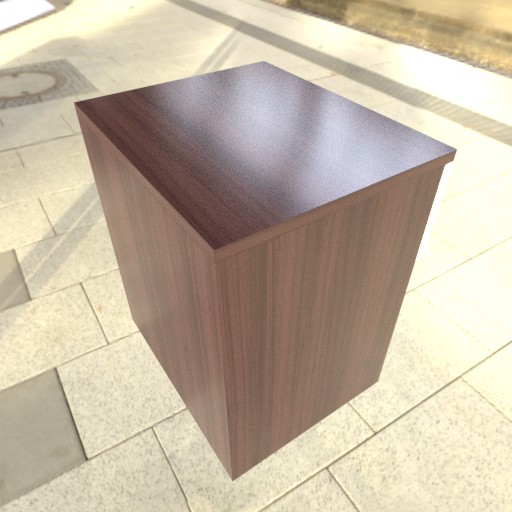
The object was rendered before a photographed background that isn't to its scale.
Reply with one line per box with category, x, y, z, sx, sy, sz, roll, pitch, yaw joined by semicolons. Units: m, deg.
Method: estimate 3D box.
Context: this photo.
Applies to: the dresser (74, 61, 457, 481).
dresser;0.000;0.000;0.739;0.360;0.470;0.400;-24;46;-25
